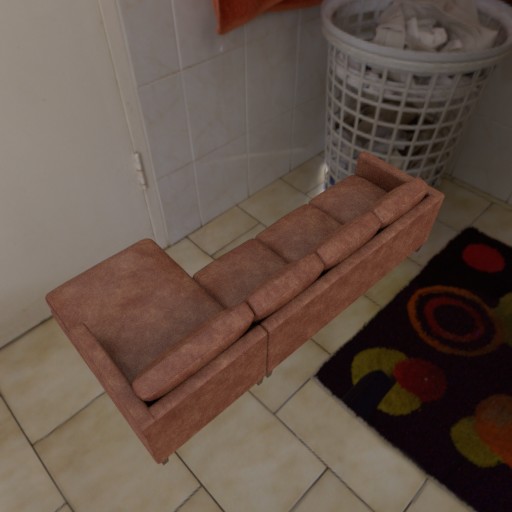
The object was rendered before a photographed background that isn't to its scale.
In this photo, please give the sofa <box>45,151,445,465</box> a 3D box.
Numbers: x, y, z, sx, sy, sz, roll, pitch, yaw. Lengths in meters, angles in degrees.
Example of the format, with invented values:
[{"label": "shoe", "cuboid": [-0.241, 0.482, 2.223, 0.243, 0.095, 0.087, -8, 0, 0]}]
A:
[{"label": "sofa", "cuboid": [0.000, 0.000, 3.904, 3.203, 0.883, 1.581, -34, 56, -27]}]
